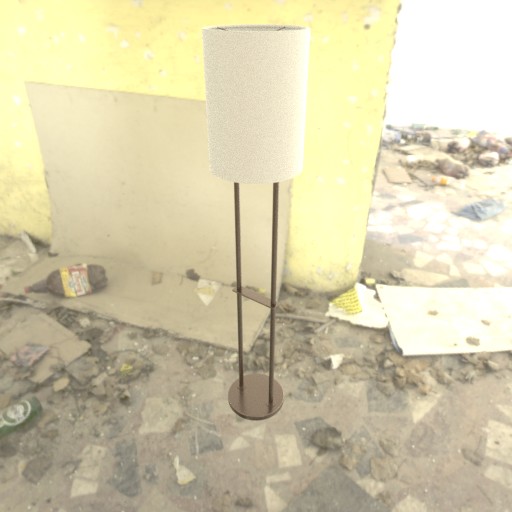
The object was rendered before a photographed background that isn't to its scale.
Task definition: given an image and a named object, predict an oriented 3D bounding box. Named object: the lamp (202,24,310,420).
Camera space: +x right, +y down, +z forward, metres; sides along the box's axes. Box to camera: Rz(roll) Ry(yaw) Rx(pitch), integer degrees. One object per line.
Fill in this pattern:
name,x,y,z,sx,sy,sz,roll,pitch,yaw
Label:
lamp,0.000,0.000,1.634,0.306,1.500,0.305,21,37,31
